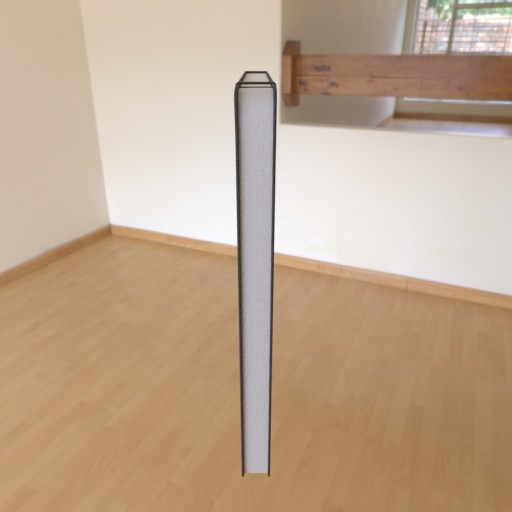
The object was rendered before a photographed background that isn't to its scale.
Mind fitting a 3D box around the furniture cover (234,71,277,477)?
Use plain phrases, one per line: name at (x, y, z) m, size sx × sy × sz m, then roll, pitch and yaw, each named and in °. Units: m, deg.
furniture cover at (0.000, 0.000, 0.373) m, size 0.023 × 0.281 × 0.216 m, roll 0°, pitch 25°, yaw 0°
